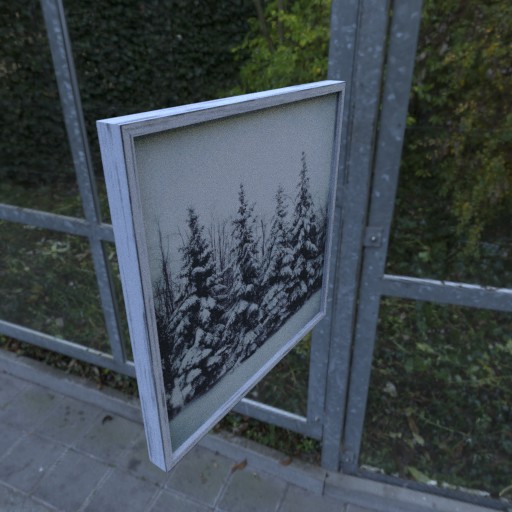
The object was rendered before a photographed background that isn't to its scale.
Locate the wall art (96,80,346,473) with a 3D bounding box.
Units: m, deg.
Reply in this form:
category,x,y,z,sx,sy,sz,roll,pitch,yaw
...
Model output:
category,x,y,z,sx,sy,sz,roll,pitch,yaw
wall art,0.000,0.000,0.738,0.038,0.506,0.506,18,32,31
